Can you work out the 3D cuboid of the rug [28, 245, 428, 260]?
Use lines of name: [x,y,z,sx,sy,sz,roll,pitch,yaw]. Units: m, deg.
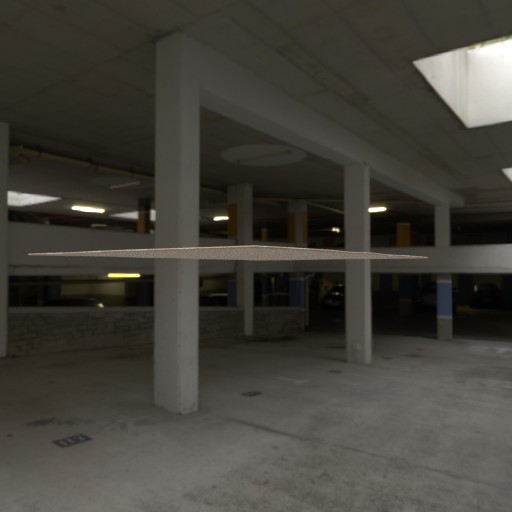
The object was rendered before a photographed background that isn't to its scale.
rug: [0.000,0.000,4.435,2.452,0.020,3.365,-1,-2,36]
